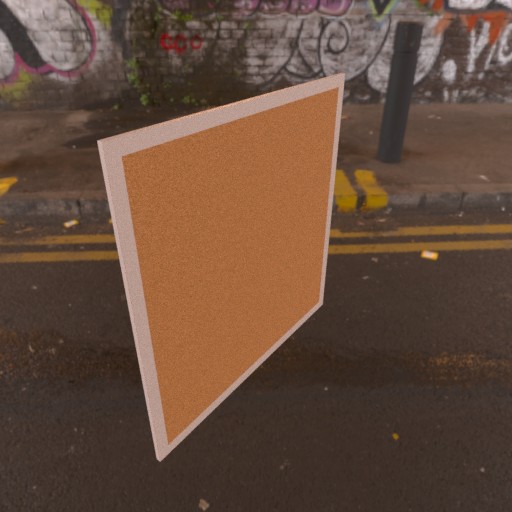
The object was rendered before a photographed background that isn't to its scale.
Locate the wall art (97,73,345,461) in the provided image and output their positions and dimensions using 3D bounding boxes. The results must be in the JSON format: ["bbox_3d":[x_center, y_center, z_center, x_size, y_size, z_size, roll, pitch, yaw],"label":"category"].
[{"bbox_3d":[0.000,0.000,1.183,0.013,0.813,0.812,21,37,31],"label":"wall art"}]
